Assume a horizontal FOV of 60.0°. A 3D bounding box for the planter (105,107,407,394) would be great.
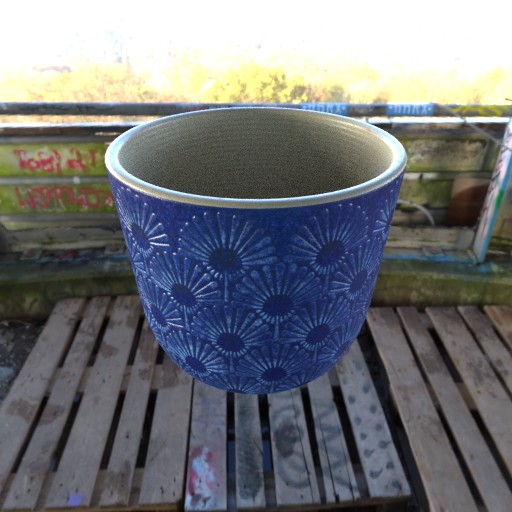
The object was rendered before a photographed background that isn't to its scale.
[{"bbox_3d":[0.000,0.000,0.363,0.206,0.190,0.206,0,32,0],"label":"planter"}]
